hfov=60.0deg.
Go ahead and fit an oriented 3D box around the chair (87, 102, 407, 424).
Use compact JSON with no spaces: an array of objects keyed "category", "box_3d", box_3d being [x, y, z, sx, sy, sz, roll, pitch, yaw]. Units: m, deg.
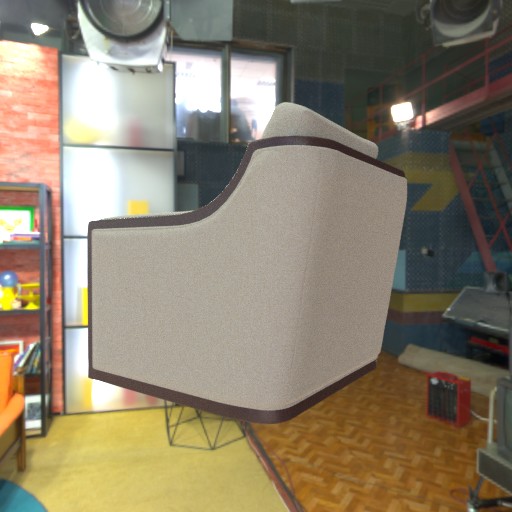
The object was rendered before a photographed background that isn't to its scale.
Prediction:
[{"category":"chair","box_3d":[0.000,0.000,1.691,0.950,0.930,0.870,1,1,36]}]
